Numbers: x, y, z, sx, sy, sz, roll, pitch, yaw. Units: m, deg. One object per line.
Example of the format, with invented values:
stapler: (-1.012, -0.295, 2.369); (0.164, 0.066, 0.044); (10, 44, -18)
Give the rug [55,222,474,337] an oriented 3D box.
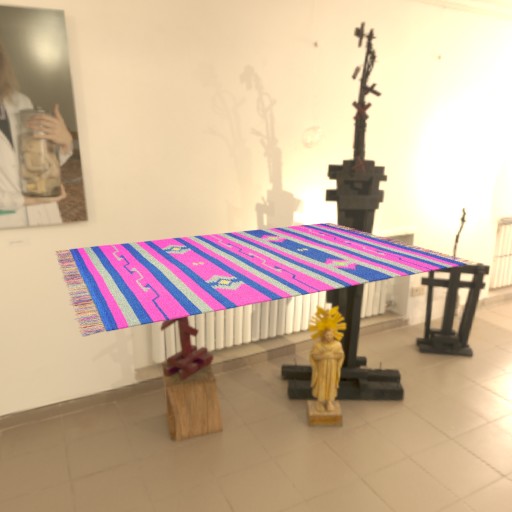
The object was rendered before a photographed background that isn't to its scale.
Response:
rug: (0.000, 0.000, 2.912); (2.350, 0.013, 1.539); (-8, 17, -26)
